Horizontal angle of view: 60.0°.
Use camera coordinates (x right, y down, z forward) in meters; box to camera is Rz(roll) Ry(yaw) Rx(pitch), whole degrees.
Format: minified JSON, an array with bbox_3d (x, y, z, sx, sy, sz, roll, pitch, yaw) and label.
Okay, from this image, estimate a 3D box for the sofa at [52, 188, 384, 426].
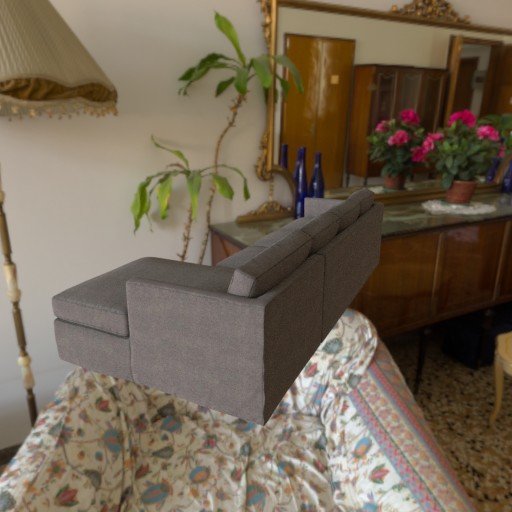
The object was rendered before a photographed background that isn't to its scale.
[{"bbox_3d":[0.000,0.000,4.010,1.650,0.922,3.205,8,19,25],"label":"sofa"}]
